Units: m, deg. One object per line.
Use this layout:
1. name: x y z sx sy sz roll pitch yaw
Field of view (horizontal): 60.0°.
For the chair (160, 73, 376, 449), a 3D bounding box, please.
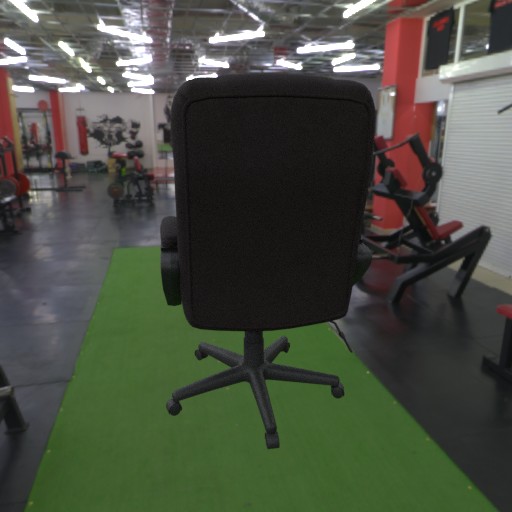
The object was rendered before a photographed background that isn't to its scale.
1. chair: 0.000 0.000 1.536 0.667 1.105 0.724 -3 16 -10
